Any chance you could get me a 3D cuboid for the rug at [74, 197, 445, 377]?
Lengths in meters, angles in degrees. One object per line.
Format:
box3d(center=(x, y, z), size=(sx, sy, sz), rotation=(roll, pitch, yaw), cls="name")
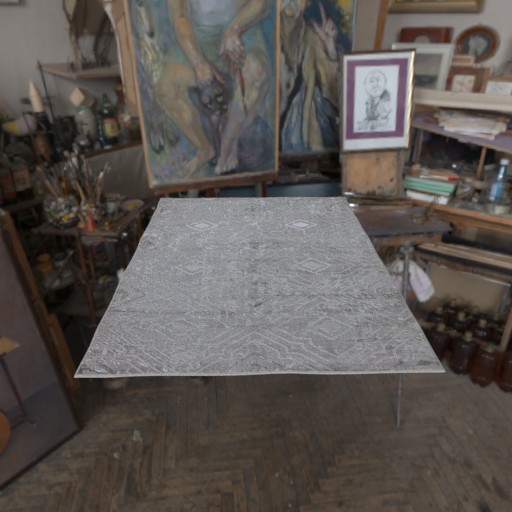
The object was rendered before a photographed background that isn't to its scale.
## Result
box3d(center=(0.000, 0.000, 4.388), size=(2.448, 0.020, 3.359), rotation=(-1, 28, -1), cls="rug")
